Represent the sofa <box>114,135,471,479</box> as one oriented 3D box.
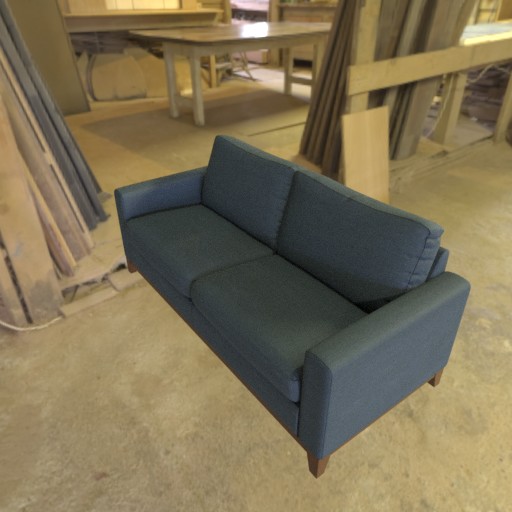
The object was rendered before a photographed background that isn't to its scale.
[{"bbox_3d":[0.000,0.000,2.385,0.877,0.865,1.900,-21,38,-31],"label":"sofa"}]
